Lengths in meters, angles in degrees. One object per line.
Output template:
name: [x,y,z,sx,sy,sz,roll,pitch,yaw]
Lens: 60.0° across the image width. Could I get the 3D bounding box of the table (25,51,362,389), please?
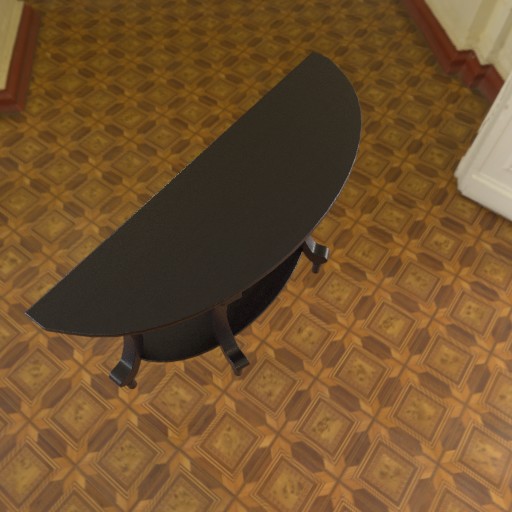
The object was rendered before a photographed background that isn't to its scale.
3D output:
table: [0.000,0.000,1.468,0.394,0.692,1.198,32,63,18]
